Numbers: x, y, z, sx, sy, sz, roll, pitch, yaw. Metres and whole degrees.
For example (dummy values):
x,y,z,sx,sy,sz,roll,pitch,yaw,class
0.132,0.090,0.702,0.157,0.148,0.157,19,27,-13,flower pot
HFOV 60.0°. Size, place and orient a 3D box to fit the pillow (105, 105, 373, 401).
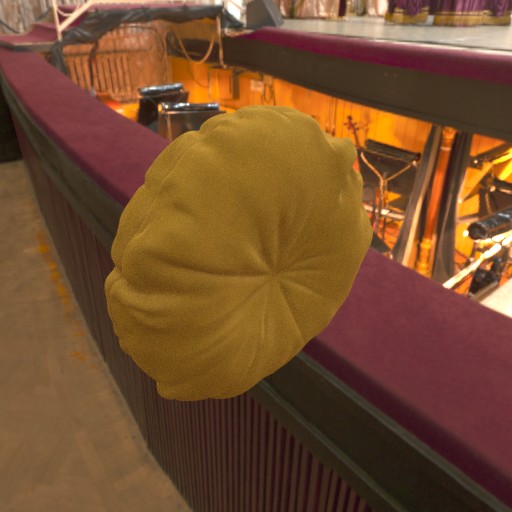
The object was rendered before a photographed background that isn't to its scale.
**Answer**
x,y,z,sx,sy,sz,roll,pitch,yaw,class
0.000,0.000,0.631,0.428,0.407,0.148,-22,37,-33,pillow
